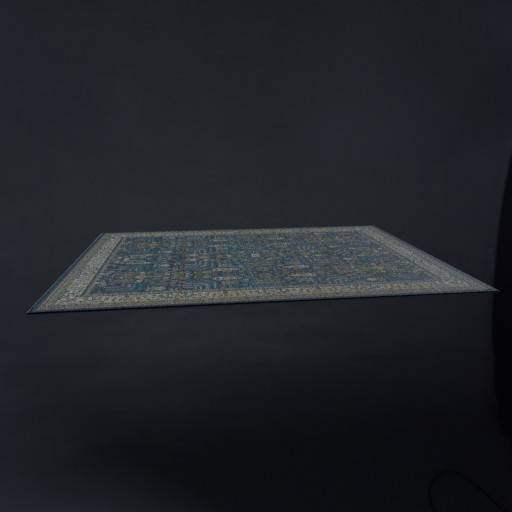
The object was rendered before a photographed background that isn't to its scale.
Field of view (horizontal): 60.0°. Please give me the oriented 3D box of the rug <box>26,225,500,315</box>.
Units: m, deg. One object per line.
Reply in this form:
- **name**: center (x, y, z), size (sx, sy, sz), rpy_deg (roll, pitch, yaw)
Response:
- **rug**: center (0.000, 0.000, 3.879), size (3.044, 0.015, 2.226), rpy_deg (-2, 16, -7)
